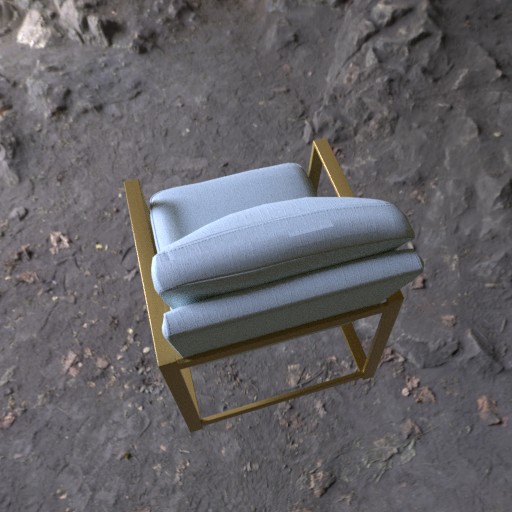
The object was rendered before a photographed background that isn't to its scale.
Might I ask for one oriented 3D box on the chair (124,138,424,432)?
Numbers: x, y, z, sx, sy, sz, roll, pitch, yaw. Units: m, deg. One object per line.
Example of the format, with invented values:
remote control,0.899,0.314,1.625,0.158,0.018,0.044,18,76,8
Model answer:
chair,0.000,0.000,1.526,0.758,0.956,0.813,-14,60,-8
